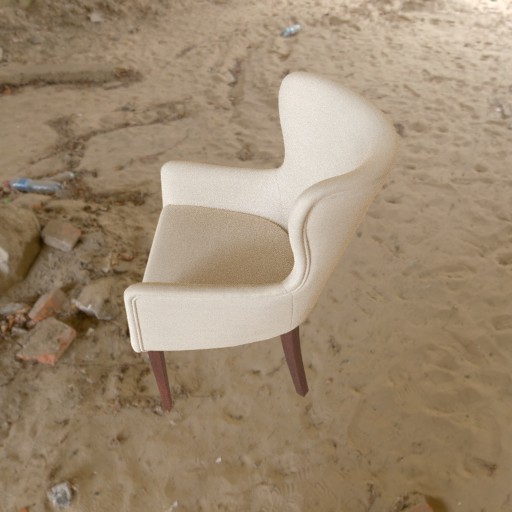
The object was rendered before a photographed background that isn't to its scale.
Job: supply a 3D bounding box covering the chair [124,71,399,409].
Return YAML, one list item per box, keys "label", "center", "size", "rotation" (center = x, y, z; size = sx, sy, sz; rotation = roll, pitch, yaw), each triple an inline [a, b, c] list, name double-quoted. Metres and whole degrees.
- label: "chair"
  center: [0.000, 0.000, 1.494]
  size: [0.744, 0.990, 0.696]
  rotation: [0, 43, 0]
